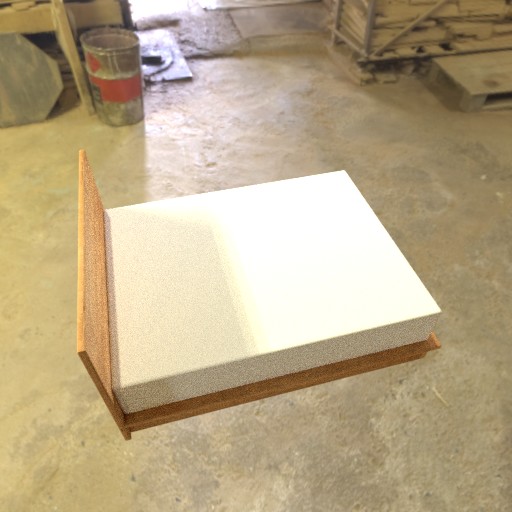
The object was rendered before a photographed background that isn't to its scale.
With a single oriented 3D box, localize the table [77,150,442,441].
[{"bbox_3d":[0.000,0.000,3.154,2.149,1.041,1.707,-11,47,-10],"label":"table"}]
